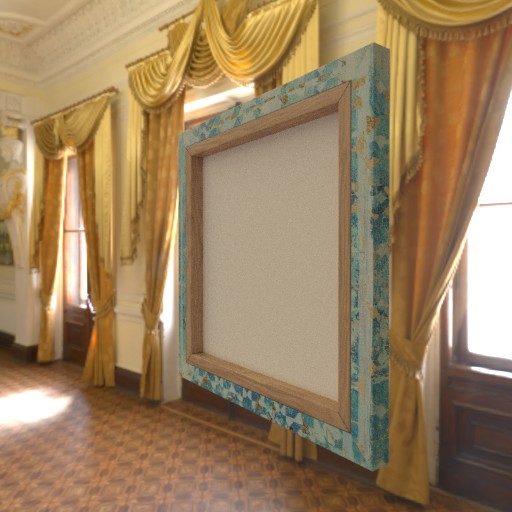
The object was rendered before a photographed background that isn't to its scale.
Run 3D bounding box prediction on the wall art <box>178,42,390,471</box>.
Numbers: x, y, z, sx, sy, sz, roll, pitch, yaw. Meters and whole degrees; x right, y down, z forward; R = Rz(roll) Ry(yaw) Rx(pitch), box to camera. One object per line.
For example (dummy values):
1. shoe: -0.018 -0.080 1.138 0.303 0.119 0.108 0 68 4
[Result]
1. wall art: 0.000 0.000 0.883 0.040 0.609 0.609 0 1 -36
